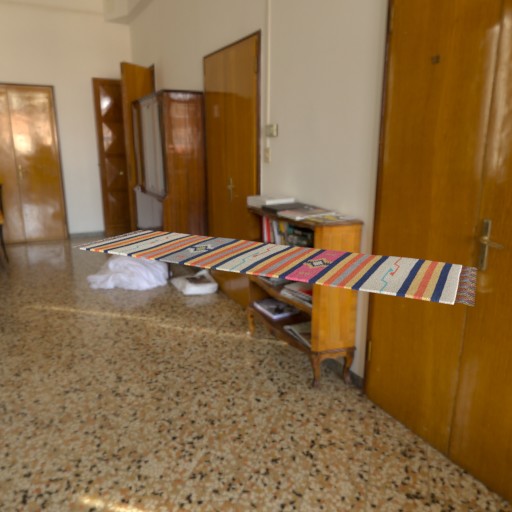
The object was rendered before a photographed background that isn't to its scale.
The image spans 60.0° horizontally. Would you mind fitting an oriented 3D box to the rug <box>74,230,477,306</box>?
[{"bbox_3d":[0.000,0.000,2.736,2.455,0.017,0.695,7,16,26],"label":"rug"}]
